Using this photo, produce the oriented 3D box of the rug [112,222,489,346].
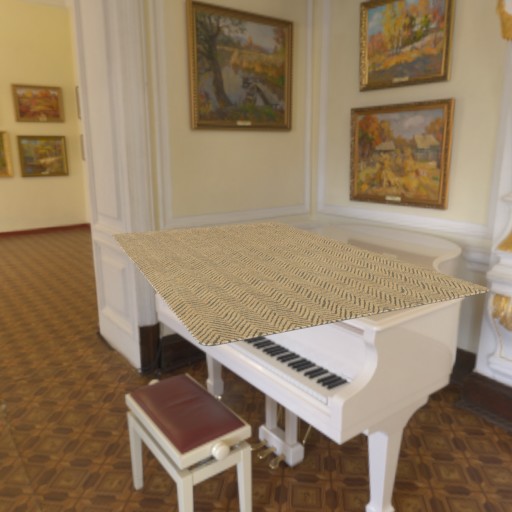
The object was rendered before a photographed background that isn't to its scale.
[{"bbox_3d":[0.000,0.000,2.193,1.144,0.008,1.752,-6,15,-24],"label":"rug"}]
